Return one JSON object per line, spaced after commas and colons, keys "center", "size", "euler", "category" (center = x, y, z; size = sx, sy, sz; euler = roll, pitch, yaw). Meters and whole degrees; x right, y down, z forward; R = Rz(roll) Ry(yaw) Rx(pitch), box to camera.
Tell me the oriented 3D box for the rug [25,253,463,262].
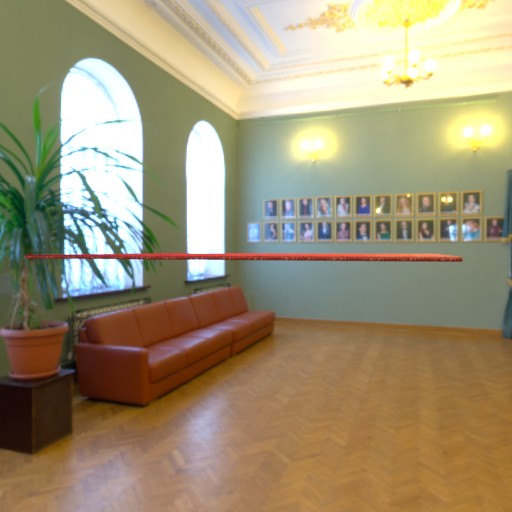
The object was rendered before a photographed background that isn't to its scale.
{"center": [0.000, 0.000, 2.317], "size": [1.835, 0.018, 1.230], "euler": [0, 1, 18], "category": "rug"}
